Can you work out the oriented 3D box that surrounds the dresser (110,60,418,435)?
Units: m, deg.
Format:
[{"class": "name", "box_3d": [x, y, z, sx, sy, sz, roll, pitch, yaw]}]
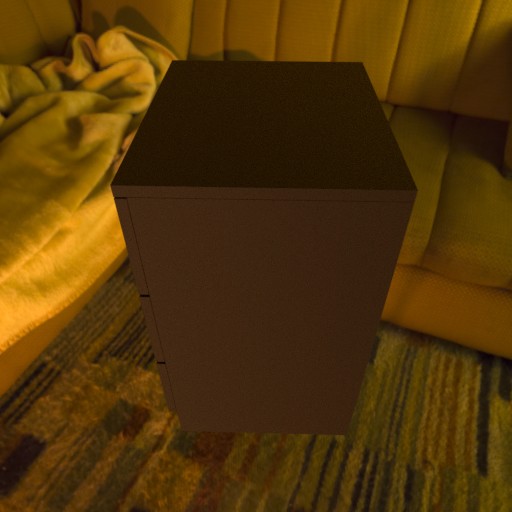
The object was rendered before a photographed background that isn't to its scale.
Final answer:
[{"class": "dresser", "box_3d": [0.000, 0.000, 0.816, 0.360, 0.560, 0.400, 1, 42, 1]}]
